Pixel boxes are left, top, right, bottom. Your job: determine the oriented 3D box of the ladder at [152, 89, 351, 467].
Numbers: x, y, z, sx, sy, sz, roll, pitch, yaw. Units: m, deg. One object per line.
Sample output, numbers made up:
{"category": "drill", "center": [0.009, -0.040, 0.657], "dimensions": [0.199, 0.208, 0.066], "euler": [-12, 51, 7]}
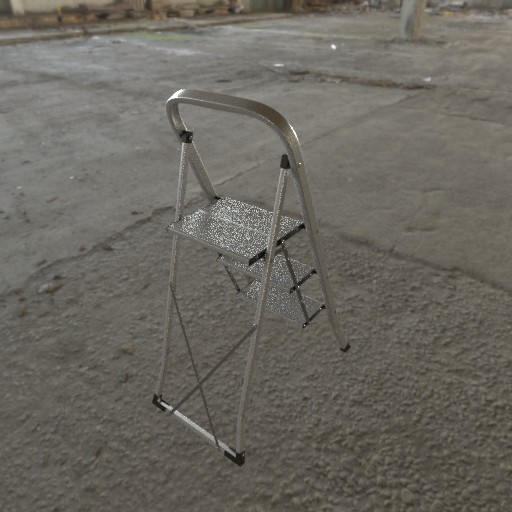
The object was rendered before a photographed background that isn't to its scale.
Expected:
{"category": "ladder", "center": [0.000, 0.000, 1.457], "dimensions": [0.465, 1.070, 0.704], "euler": [22, 38, 31]}
